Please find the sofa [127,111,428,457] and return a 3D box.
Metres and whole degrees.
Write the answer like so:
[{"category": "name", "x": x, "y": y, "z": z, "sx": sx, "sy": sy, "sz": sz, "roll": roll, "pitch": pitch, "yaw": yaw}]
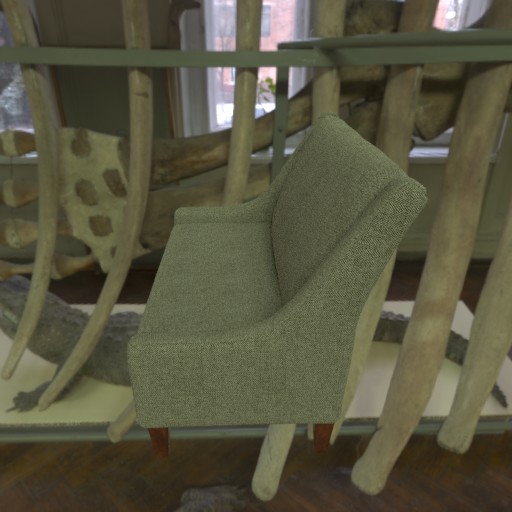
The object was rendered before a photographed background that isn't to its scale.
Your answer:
[{"category": "sofa", "x": 0.000, "y": 0.000, "z": 1.894, "sx": 0.870, "sy": 1.021, "sz": 1.242, "roll": -1, "pitch": 27, "yaw": -2}]
